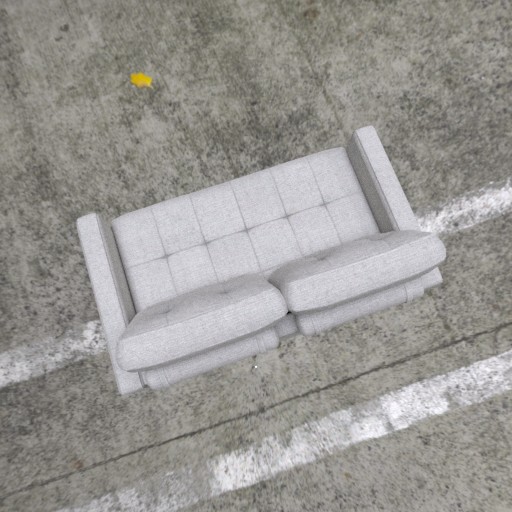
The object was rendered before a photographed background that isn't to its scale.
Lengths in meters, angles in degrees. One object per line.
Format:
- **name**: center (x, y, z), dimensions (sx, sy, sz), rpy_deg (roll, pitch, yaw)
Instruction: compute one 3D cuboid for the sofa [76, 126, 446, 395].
- **sofa**: center (0.000, 0.000, 1.999), dimensions (1.407, 0.907, 0.842), rpy_deg (-19, 77, -5)
